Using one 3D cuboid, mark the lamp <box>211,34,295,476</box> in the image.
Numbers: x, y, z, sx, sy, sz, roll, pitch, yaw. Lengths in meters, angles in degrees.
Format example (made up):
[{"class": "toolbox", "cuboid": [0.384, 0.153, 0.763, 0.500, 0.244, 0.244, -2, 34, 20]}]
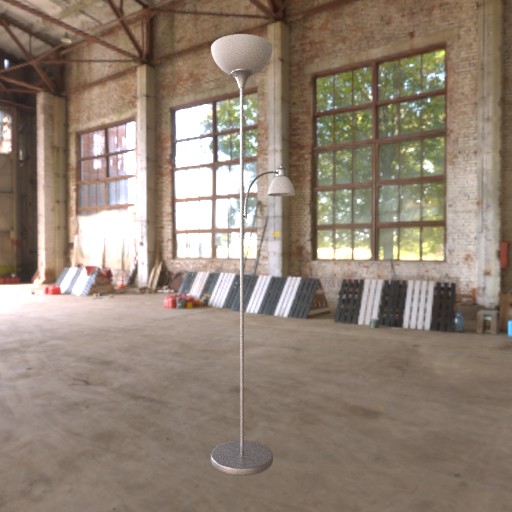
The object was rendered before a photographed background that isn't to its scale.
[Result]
[{"class": "lamp", "cuboid": [0.000, 0.000, 1.991, 0.425, 1.804, 0.279, -1, 1, -37]}]
